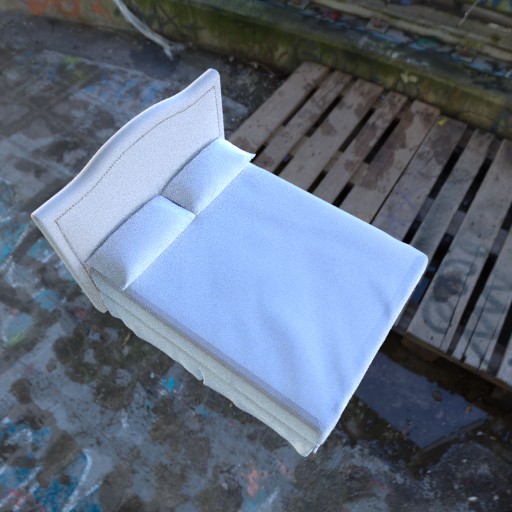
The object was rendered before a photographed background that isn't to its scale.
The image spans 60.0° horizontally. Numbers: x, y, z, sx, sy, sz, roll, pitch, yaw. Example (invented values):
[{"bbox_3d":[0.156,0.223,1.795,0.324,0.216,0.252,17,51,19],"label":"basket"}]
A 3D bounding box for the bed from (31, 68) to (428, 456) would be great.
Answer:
[{"bbox_3d":[0.000,0.000,3.250,2.143,1.460,1.753,31,63,18],"label":"bed"}]
